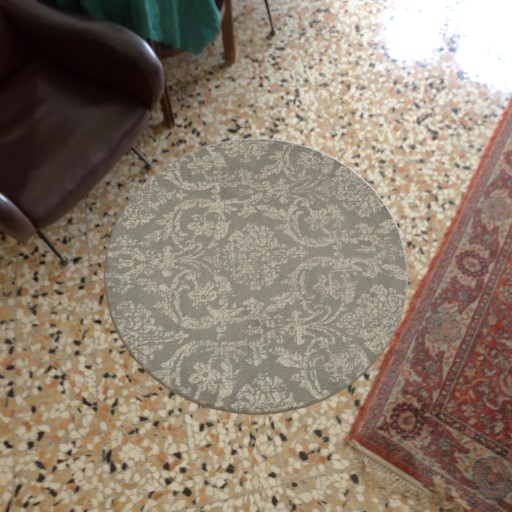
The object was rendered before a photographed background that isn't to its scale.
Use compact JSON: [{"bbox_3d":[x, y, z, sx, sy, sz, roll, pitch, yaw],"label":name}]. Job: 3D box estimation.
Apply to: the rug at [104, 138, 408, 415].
[{"bbox_3d":[0.000,0.000,2.347,1.593,0.012,1.593,0,64,0],"label":"rug"}]
